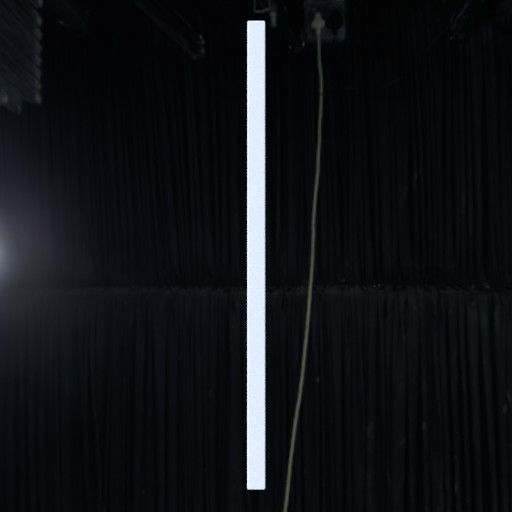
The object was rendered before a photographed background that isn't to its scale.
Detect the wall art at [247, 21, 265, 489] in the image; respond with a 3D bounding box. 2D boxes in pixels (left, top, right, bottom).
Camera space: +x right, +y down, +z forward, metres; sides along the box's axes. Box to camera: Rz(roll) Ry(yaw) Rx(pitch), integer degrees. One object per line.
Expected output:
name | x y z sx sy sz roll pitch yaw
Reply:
wall art | 0.000 0.000 1.610 0.046 1.221 0.914 0 -1 0
